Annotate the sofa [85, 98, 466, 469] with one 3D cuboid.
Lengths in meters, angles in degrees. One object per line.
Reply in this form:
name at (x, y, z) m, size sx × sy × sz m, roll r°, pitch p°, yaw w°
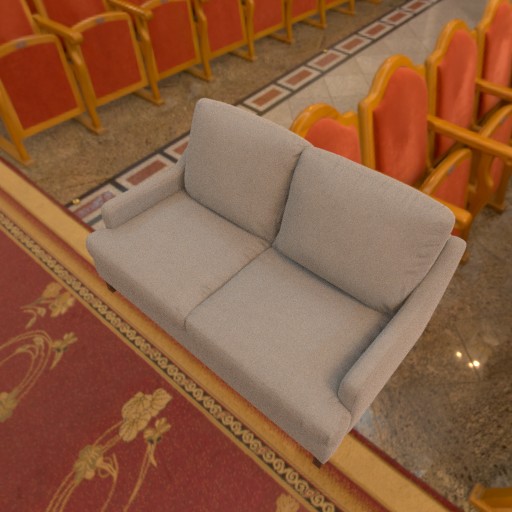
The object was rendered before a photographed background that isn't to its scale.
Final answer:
sofa at (0.000, 0.000, 2.160) m, size 1.589 × 0.921 × 0.987 m, roll 32°, pitch 54°, yaw 27°
